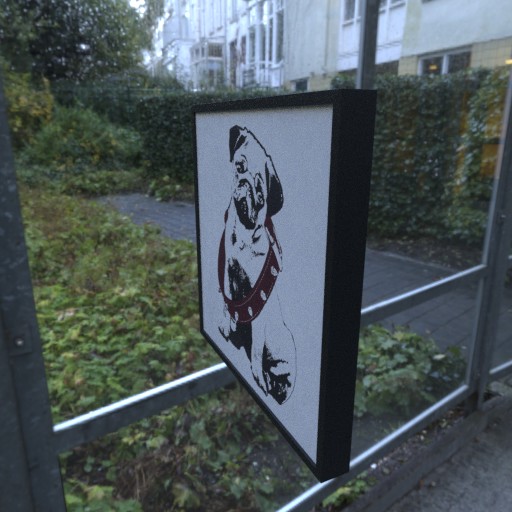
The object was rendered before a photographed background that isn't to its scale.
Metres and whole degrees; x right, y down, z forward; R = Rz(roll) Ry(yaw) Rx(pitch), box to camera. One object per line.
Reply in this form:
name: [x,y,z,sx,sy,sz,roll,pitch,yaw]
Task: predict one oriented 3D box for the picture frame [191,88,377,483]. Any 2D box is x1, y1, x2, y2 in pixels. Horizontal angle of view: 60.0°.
picture frame: [0.000,0.000,0.477,0.030,0.317,0.317,-8,18,-25]
